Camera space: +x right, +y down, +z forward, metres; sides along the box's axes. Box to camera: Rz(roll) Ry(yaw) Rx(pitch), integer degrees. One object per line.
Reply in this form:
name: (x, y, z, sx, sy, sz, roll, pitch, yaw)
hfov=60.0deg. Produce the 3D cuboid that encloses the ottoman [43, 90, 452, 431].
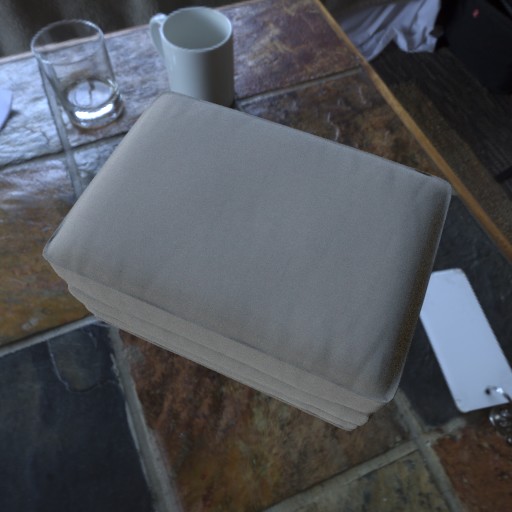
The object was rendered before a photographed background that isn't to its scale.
ottoman: (0.000, 0.000, 1.215, 0.848, 0.482, 0.611, 21, 65, 11)
